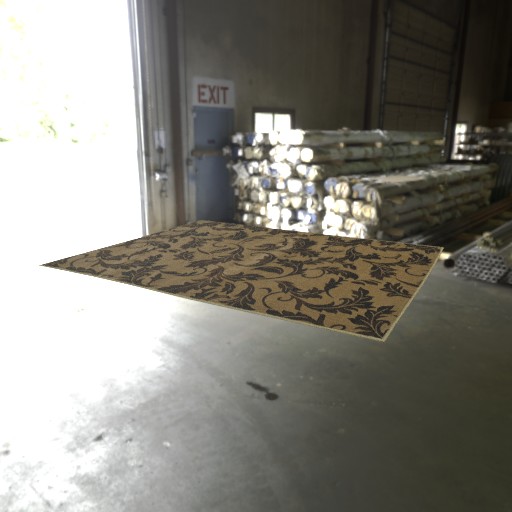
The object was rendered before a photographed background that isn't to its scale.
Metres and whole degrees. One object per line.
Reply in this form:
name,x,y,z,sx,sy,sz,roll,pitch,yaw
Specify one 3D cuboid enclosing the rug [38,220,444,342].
rug,0.000,0.000,4.101,2.977,0.008,2.380,8,18,28
